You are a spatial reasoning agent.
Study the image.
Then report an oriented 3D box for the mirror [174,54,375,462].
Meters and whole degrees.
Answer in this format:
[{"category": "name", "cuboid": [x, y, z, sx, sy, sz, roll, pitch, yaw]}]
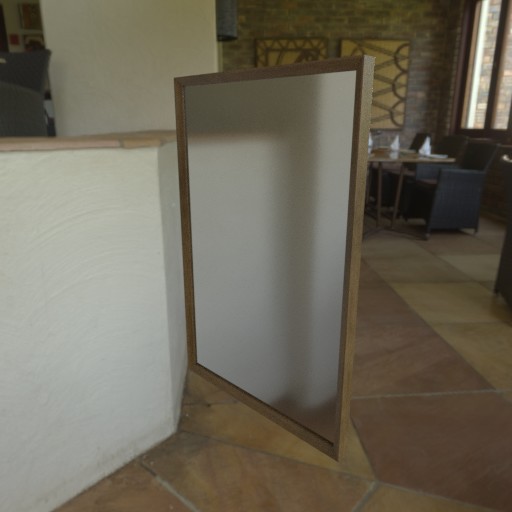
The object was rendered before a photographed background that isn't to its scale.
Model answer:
[{"category": "mirror", "cuboid": [0.000, 0.000, 1.170, 0.041, 0.915, 0.609, -16, 23, -43]}]
